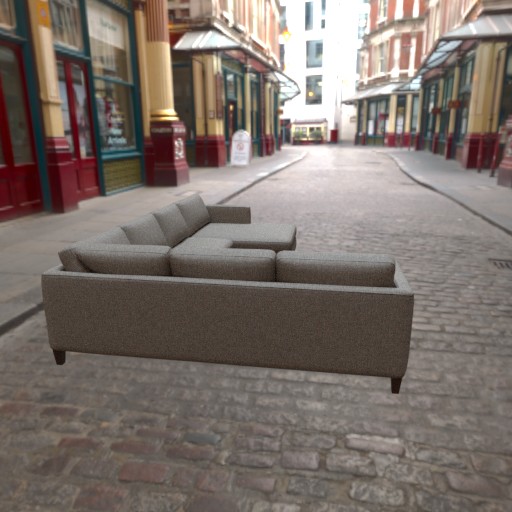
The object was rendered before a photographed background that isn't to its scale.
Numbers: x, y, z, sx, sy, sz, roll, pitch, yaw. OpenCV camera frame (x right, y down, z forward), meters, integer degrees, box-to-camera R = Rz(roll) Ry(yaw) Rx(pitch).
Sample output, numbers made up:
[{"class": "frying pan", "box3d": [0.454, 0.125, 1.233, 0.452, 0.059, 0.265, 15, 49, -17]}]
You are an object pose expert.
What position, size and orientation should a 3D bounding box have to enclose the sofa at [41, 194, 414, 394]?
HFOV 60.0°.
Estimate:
[{"class": "sofa", "box3d": [0.000, 0.000, 4.553, 2.551, 0.889, 3.403, 2, 15, 9]}]
